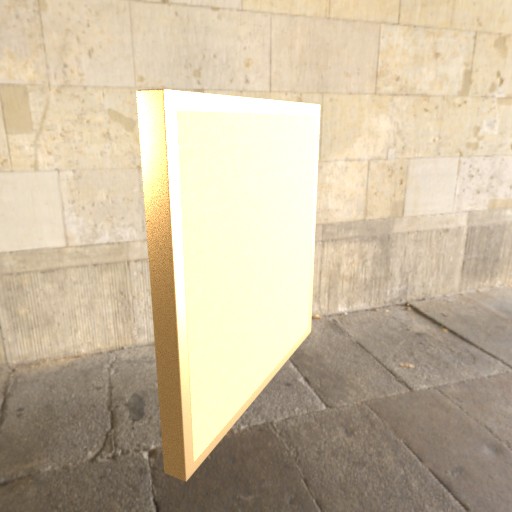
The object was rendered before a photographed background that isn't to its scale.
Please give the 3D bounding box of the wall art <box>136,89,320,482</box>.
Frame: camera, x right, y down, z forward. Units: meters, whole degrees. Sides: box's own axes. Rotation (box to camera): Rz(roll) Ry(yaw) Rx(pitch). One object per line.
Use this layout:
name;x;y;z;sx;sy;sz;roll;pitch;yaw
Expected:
wall art;0.000;0.000;0.458;0.023;0.305;0.305;8;19;25
